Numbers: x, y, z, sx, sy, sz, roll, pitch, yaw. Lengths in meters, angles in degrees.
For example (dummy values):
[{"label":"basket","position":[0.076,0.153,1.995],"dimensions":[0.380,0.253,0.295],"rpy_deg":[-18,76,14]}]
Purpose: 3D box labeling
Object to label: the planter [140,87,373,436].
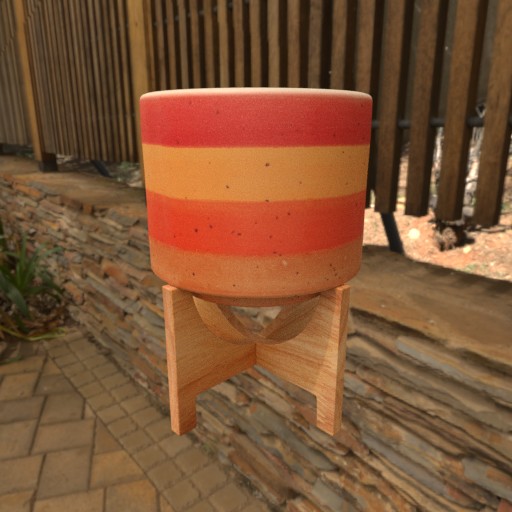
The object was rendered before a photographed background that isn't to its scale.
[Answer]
[{"label":"planter","position":[0.000,0.000,0.557],"dimensions":[0.269,0.379,0.269],"rpy_deg":[0,17,0]}]
